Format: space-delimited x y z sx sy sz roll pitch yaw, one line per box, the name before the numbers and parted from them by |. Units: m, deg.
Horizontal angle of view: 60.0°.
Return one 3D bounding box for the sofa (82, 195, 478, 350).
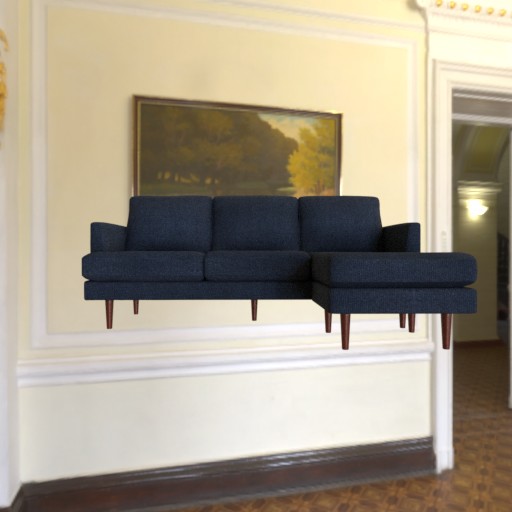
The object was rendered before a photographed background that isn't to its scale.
sofa | 0.000 0.000 2.955 2.233 0.956 1.504 0 0 -1
